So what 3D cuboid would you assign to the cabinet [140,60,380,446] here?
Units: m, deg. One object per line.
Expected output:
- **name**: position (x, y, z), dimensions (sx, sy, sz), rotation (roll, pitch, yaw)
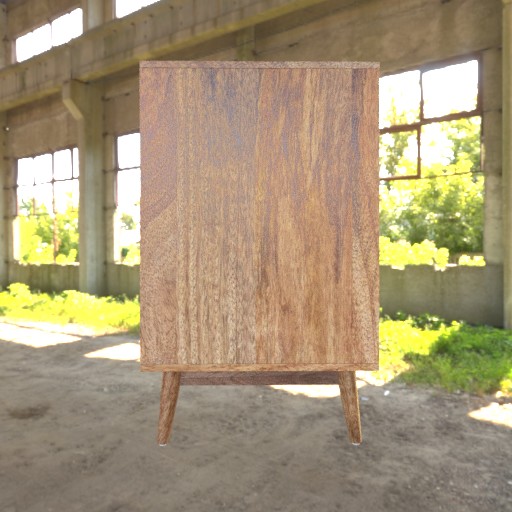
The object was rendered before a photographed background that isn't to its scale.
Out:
- **cabinet**: position (0.000, 0.000, 1.182), dimensions (0.473, 0.758, 0.647), rotation (0, 0, -1)
